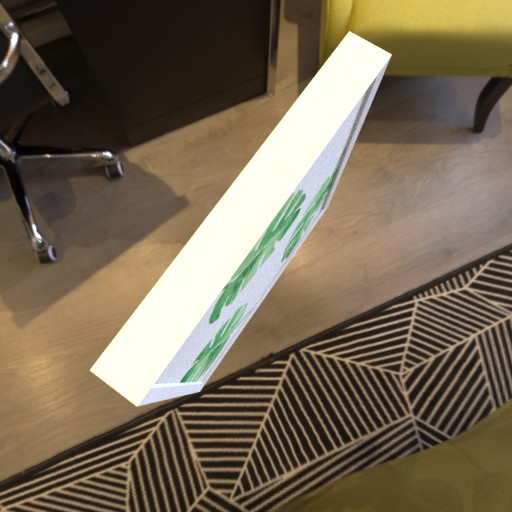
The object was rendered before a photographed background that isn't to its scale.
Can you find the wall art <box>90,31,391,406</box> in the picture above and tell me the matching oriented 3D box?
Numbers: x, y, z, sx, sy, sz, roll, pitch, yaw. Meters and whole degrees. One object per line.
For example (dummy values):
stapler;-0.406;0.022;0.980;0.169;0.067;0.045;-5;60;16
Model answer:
wall art;0.000;0.000;0.449;0.038;0.305;0.305;34;77;9
